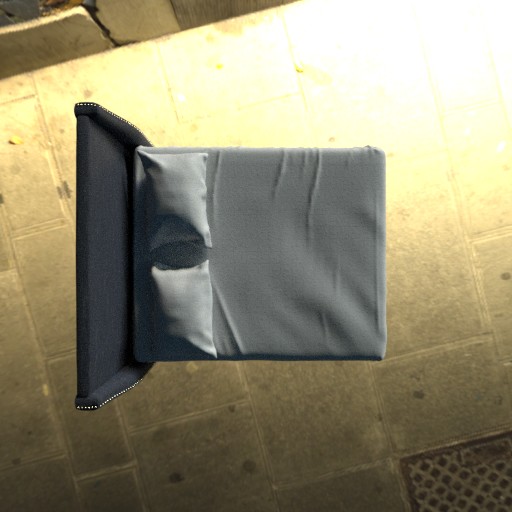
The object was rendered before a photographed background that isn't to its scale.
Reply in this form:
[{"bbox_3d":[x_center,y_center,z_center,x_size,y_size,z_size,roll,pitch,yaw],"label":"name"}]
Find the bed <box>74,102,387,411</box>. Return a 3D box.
[{"bbox_3d":[0.000,0.000,3.387,2.276,1.332,1.925,0,90,-1],"label":"bed"}]
